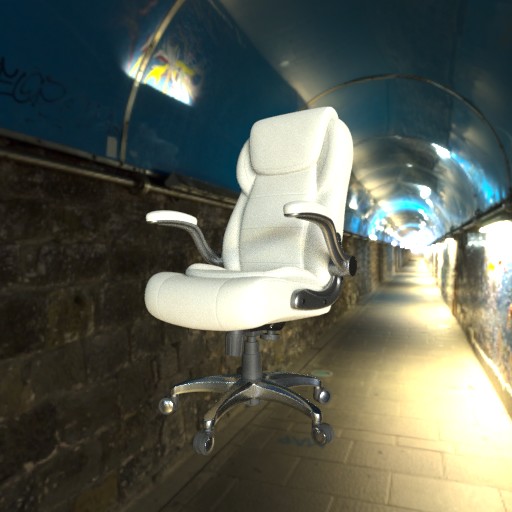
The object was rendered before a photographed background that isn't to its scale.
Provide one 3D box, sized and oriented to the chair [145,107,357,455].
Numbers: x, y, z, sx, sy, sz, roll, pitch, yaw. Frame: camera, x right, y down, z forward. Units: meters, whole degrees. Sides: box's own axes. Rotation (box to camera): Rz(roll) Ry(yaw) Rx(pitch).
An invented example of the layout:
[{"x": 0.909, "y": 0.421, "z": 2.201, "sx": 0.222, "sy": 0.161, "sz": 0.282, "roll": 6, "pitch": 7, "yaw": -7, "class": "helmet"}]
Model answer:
[{"x": 0.000, "y": 0.000, "z": 1.817, "sx": 0.755, "sy": 1.330, "sz": 0.806, "roll": 1, "pitch": 1, "yaw": 36, "class": "chair"}]
